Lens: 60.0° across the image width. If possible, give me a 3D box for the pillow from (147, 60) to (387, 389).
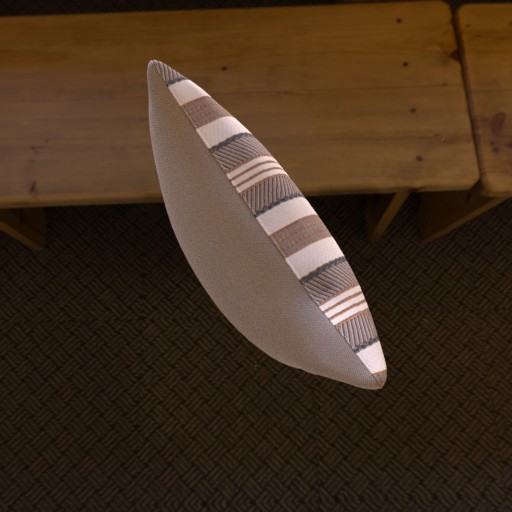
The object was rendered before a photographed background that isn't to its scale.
[{"bbox_3d":[0.000,0.000,0.635,0.173,0.401,0.416,-33,78,-8],"label":"pillow"}]
